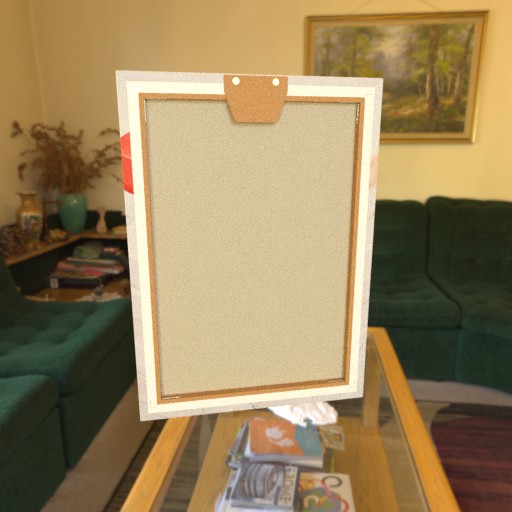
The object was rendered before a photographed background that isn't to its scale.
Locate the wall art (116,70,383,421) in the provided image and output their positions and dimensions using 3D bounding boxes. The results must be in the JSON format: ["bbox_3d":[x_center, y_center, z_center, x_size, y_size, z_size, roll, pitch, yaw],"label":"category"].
[{"bbox_3d":[0.000,0.000,1.111,0.613,0.848,0.036,-3,14,-10],"label":"wall art"}]
